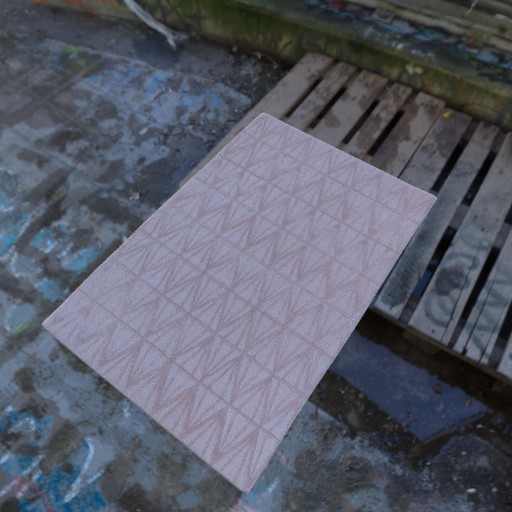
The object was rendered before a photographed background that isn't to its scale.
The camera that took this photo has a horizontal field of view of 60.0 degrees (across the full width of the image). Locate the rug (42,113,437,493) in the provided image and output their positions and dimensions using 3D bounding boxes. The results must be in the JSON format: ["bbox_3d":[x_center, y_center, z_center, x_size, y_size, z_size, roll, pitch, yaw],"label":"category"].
[{"bbox_3d":[0.000,0.000,2.317,1.230,0.025,1.837,32,64,18],"label":"rug"}]
